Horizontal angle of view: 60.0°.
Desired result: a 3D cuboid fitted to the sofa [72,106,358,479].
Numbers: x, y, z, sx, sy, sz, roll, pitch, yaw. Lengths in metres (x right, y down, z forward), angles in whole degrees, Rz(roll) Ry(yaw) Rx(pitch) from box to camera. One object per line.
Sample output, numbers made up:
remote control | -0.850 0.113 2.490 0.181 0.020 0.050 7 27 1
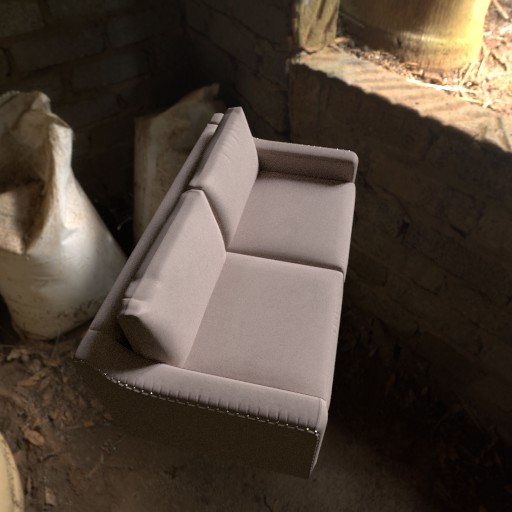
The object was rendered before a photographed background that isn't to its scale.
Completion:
sofa | 0.000 0.000 2.504 1.030 0.901 1.967 9 47 9
